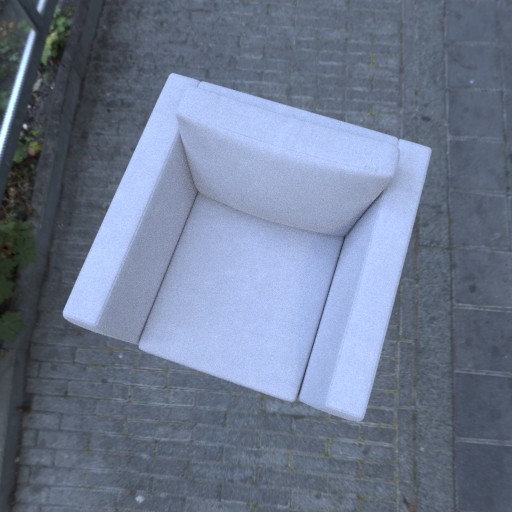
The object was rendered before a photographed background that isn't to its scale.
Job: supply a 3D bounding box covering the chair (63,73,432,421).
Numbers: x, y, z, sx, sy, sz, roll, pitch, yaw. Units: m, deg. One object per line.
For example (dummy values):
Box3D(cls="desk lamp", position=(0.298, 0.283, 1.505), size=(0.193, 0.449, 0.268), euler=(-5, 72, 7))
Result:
Box3D(cls="chair", position=(0.000, 0.000, 1.683), size=(1.000, 0.860, 0.930), euler=(18, 75, 5))
